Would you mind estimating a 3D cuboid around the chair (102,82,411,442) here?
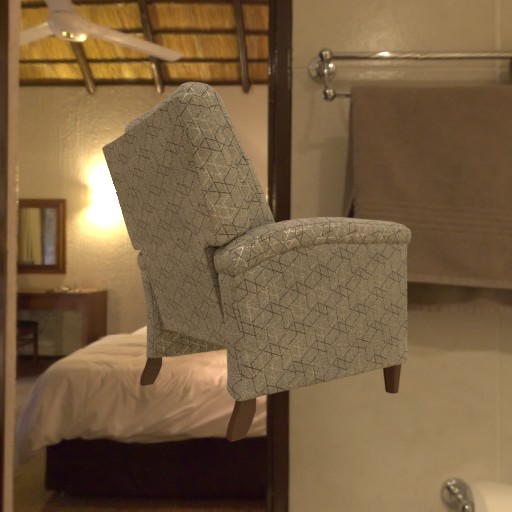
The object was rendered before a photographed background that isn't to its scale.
[{"bbox_3d":[0.000,0.000,1.717,0.987,1.048,0.753,0,-1,-35],"label":"chair"}]
